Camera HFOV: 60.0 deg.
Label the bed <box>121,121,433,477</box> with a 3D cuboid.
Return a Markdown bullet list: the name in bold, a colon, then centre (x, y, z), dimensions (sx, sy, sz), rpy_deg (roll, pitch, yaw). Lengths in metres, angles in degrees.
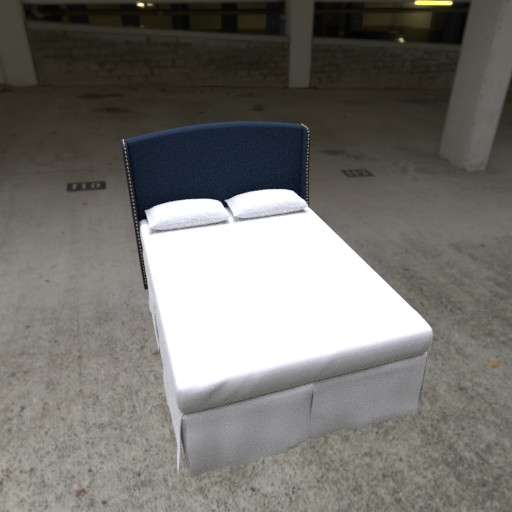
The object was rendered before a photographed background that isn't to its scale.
- **bed**: centre (0.000, 0.000, 3.200), dimensions (1.604, 1.402, 2.223), rpy_deg (-9, 32, -15)
